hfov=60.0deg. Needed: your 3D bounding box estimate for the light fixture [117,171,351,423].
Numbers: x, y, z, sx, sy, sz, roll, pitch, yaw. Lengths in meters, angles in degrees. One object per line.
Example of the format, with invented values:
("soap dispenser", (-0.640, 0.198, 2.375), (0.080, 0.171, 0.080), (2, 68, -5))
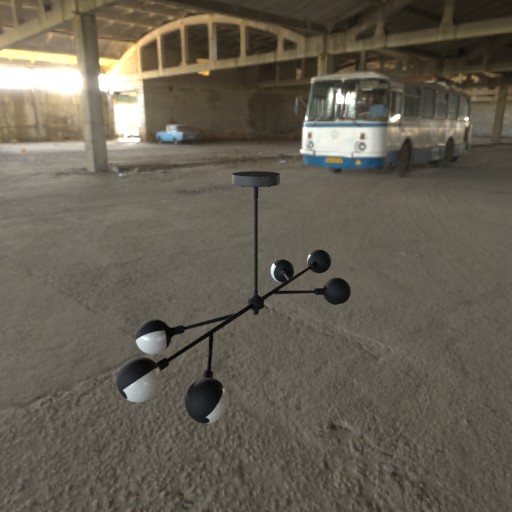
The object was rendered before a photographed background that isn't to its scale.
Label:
("light fixture", (0.000, 0.000, 0.986), (0.778, 0.362, 0.434), (-15, 23, -41))
